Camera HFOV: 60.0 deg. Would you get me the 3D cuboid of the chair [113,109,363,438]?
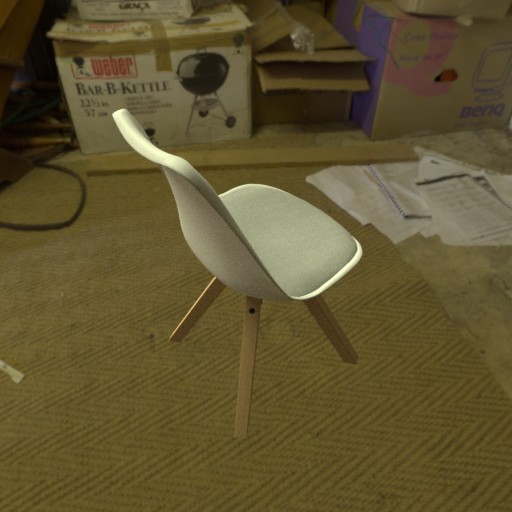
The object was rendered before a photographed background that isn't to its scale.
[{"bbox_3d":[0.000,0.000,1.197,0.550,0.850,0.485,-25,47,-25],"label":"chair"}]
